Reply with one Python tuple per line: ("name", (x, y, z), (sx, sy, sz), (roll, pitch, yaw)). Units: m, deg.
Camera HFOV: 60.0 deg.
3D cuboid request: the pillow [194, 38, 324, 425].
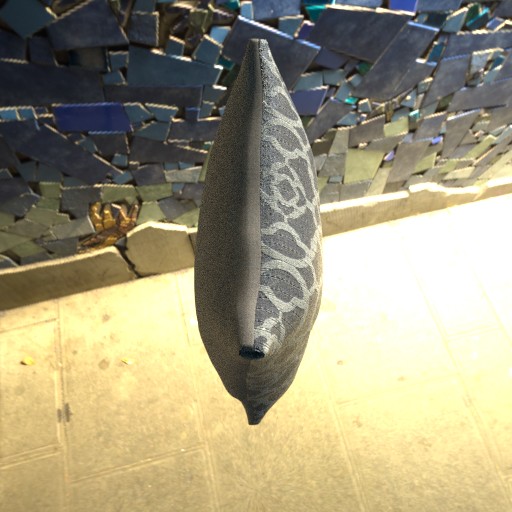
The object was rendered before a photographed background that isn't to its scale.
("pillow", (0.000, 0.000, 0.789), (0.215, 0.498, 0.508), (1, 62, 0))
